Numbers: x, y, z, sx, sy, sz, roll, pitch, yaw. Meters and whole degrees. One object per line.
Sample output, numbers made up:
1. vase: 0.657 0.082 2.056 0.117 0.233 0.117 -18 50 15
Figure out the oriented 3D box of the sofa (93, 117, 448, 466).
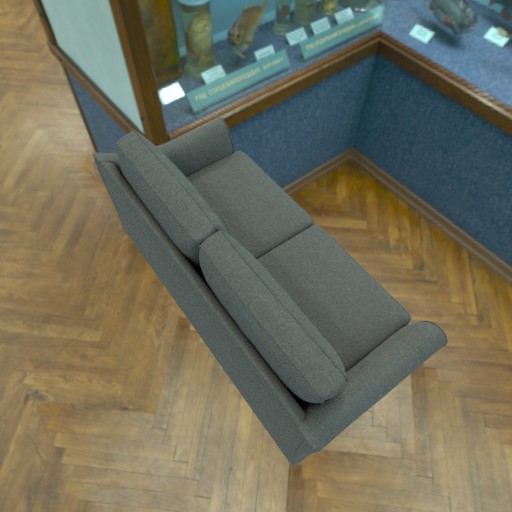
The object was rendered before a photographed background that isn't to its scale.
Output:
1. sofa: 0.000 0.000 2.739 1.013 0.976 2.203 -31 62 -19
